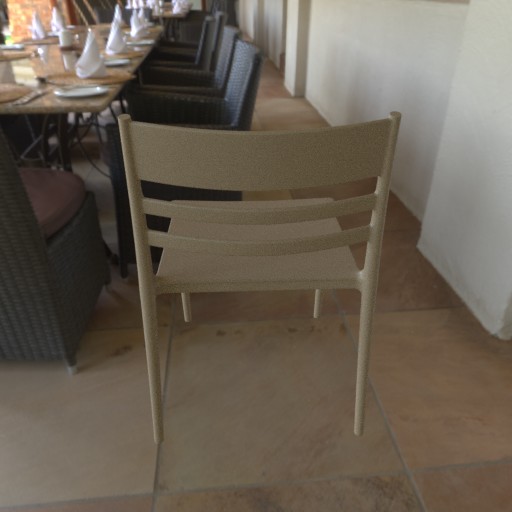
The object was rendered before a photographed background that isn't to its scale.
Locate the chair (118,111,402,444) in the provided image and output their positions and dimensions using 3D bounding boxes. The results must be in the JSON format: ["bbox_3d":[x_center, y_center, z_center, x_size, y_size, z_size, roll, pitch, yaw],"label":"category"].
[{"bbox_3d":[0.000,0.000,1.119,0.531,0.800,0.511,-1,31,-2],"label":"chair"}]
